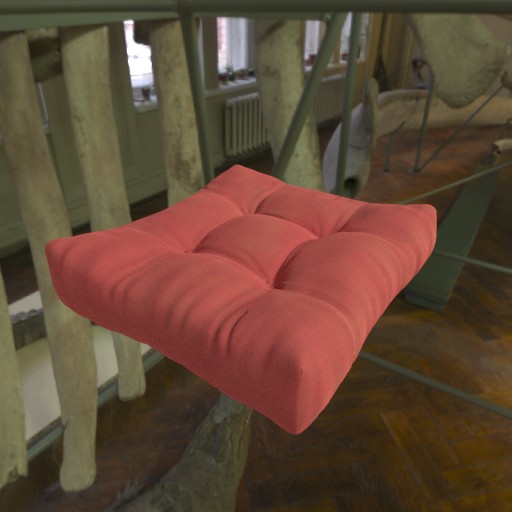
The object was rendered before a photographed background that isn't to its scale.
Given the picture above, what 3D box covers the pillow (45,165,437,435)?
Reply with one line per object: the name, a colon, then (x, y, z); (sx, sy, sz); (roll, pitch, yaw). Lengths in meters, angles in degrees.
pillow: (0.000, 0.000, 0.735); (0.468, 0.128, 0.490); (19, 35, 30)
